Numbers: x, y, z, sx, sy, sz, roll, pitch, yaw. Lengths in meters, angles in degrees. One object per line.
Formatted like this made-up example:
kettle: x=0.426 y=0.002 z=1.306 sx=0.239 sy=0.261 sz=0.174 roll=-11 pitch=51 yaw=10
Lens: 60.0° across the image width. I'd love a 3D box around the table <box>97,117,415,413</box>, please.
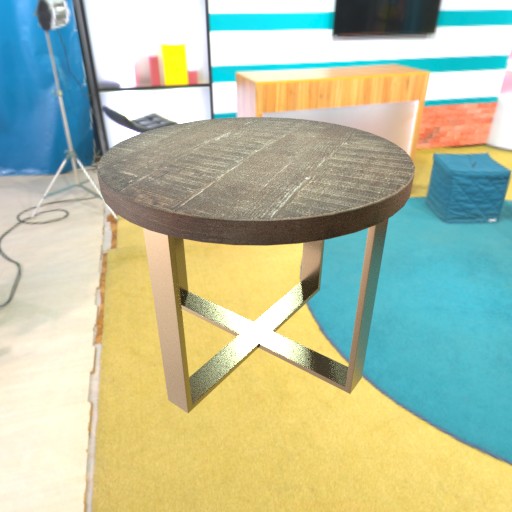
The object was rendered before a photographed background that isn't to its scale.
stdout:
table: x=0.000 y=0.000 z=0.924 sx=0.557 sy=0.437 sz=0.557 roll=0 pitch=31 yaw=0
